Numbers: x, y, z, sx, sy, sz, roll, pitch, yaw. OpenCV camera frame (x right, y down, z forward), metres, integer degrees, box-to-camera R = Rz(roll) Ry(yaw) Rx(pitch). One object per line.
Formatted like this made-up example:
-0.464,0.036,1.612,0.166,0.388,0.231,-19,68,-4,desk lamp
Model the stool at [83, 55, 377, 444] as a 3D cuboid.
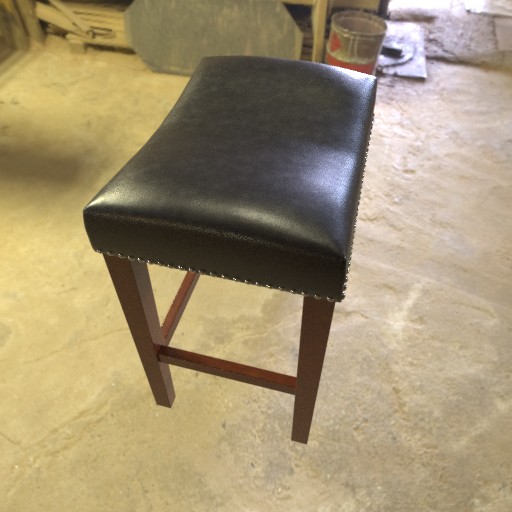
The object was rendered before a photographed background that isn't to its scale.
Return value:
0.000,0.000,0.942,0.372,0.654,0.504,11,49,10,stool
